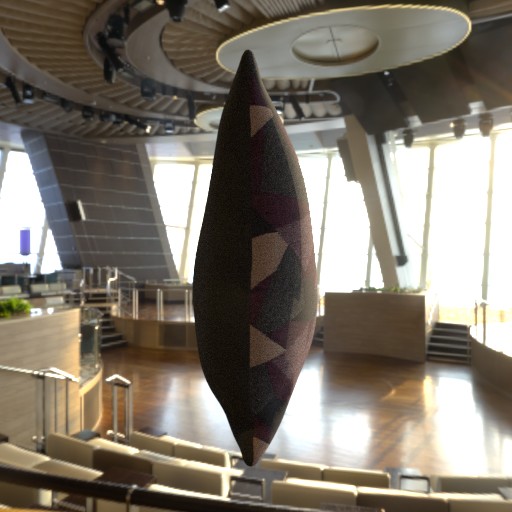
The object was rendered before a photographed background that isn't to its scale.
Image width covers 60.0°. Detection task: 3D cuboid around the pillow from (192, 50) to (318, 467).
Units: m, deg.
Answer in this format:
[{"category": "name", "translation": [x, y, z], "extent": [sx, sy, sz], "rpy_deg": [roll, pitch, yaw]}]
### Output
[{"category": "pillow", "translation": [0.000, 0.000, 0.764], "extent": [0.208, 0.496, 0.503], "rpy_deg": [0, 0, 0]}]
